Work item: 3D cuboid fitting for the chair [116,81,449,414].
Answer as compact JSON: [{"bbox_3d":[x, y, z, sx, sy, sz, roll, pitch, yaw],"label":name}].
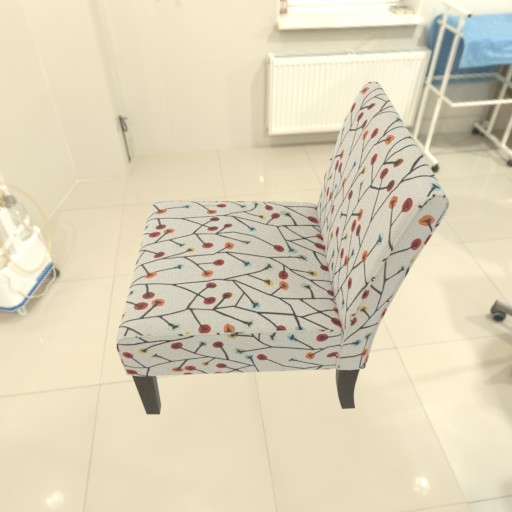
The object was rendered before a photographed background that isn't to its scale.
[{"bbox_3d":[0.000,0.000,1.310,0.732,0.813,0.597,-1,42,-1],"label":"chair"}]
